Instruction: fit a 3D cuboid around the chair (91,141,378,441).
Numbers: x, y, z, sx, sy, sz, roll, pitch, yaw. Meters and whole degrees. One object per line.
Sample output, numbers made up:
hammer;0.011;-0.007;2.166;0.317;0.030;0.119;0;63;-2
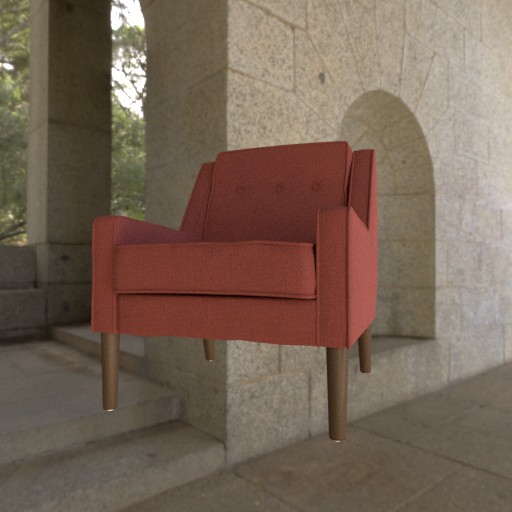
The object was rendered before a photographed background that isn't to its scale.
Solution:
chair;0.000;0.000;1.369;0.680;0.812;0.770;0;-1;19
